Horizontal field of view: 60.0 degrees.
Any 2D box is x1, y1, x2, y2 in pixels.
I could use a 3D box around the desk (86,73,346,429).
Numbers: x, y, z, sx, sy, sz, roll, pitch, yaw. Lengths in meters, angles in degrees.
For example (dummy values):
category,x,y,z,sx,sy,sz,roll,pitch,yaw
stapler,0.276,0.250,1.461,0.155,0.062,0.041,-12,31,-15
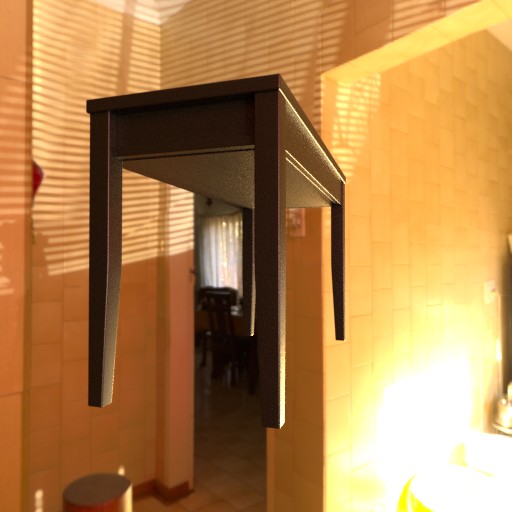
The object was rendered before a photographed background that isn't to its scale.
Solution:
category,x,y,z,sx,sy,sz,roll,pitch,yaw
desk,0.000,0.000,1.615,0.508,0.775,1.220,0,-1,18
